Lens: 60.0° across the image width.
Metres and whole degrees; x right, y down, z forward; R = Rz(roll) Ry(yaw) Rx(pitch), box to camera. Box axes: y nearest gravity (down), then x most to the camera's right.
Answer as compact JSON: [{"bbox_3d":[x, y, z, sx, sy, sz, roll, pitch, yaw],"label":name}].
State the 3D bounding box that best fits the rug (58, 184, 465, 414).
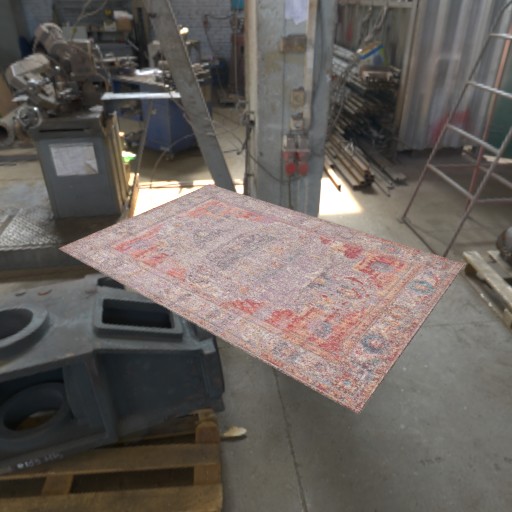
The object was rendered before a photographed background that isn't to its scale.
[{"bbox_3d":[0.000,0.000,2.387,1.829,0.005,1.219,22,37,32],"label":"rug"}]
